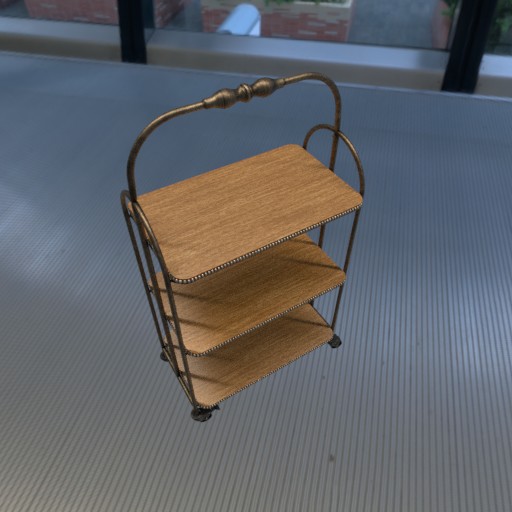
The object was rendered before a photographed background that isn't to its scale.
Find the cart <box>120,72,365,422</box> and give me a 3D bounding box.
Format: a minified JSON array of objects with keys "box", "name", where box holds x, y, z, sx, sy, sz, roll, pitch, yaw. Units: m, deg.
[{"box":[0.000,0.000,1.301,0.650,1.052,0.330,-24,51,-21],"name":"cart"}]
